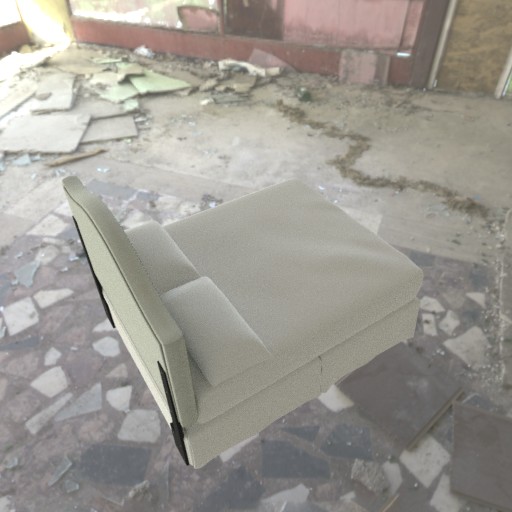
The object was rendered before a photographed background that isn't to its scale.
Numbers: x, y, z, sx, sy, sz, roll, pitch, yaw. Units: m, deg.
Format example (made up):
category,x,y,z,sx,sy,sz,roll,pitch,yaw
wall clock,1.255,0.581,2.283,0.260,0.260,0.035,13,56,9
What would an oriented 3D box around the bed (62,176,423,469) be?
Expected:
category,x,y,z,sx,sy,sz,roll,pitch,yaw
bed,0.000,0.000,3.430,2.180,1.607,1.813,-24,47,-24
